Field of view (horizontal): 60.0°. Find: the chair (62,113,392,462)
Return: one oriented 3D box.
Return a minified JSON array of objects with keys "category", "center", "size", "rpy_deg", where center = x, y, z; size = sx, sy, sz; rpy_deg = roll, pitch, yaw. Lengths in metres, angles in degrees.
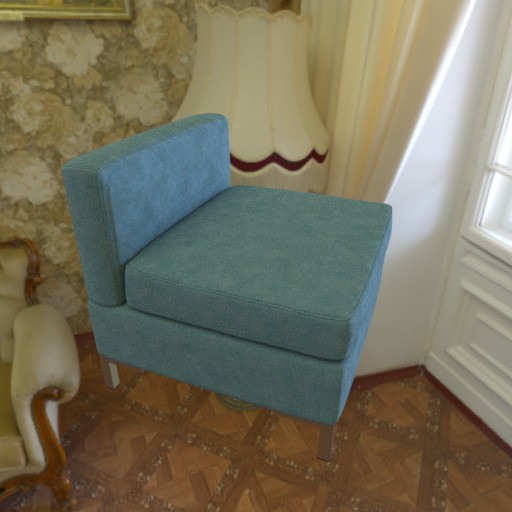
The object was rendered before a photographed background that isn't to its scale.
[{"category":"chair","center":[0.000,0.000,1.260],"size":[0.685,0.660,0.684],"rpy_deg":[11,30,19]}]
